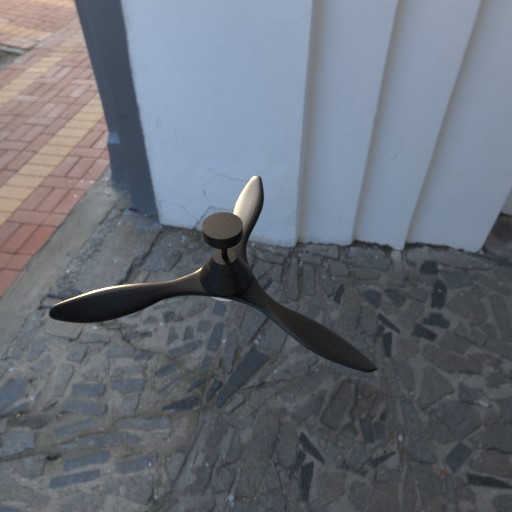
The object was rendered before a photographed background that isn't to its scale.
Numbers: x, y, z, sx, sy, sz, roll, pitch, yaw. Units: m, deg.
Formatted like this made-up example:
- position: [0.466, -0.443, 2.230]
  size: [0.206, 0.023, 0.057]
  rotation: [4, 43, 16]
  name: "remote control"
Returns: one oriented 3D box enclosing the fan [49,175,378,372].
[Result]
- position: [0.000, 0.000, 1.614]
  size: [1.067, 0.305, 1.067]
  rotation: [22, 49, 20]
  name: "fan"
